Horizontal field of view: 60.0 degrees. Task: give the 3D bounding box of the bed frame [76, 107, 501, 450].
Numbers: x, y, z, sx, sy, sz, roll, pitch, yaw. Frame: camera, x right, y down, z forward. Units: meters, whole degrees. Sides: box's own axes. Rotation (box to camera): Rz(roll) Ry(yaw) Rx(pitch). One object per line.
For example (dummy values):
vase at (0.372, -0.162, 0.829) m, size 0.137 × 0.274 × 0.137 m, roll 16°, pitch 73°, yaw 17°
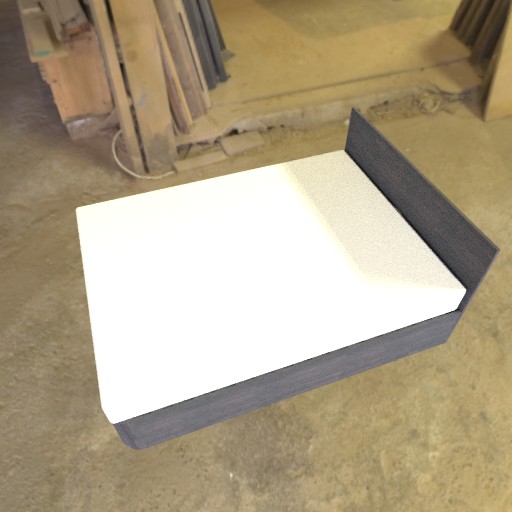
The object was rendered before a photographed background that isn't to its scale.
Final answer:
bed frame at (0.000, 0.000, 2.569) m, size 1.900 × 0.800 × 1.400 m, roll -15°, pitch 49°, yaw -13°
